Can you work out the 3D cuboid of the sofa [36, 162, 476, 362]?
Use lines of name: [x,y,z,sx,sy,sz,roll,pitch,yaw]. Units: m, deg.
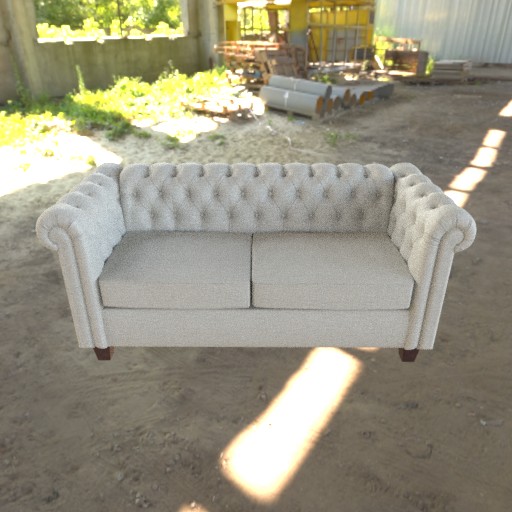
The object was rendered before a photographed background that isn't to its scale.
sofa: [0.000,0.000,2.258,1.798,0.797,0.783,0,27,0]
